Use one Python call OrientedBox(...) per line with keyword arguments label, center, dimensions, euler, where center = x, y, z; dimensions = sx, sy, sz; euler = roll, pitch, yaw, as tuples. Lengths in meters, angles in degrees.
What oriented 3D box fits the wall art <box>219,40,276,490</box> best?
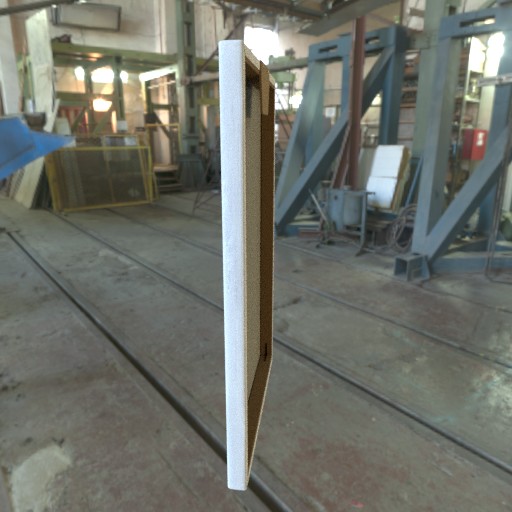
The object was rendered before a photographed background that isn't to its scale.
OrientedBox(label="wall art", center=(0.000, 0.000, 1.149), dimensions=(0.048, 0.916, 0.602), euler=(2, 16, 7))
